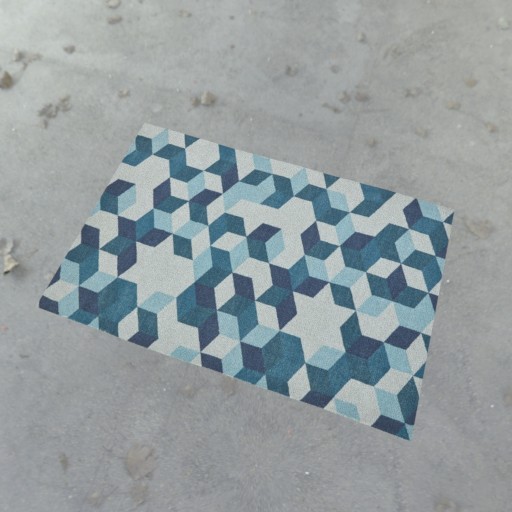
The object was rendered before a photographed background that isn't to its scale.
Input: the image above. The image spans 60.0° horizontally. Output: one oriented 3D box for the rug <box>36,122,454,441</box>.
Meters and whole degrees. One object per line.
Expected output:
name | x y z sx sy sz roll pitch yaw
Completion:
rug | 0.000 0.000 2.265 1.829 0.014 1.235 18 66 8
